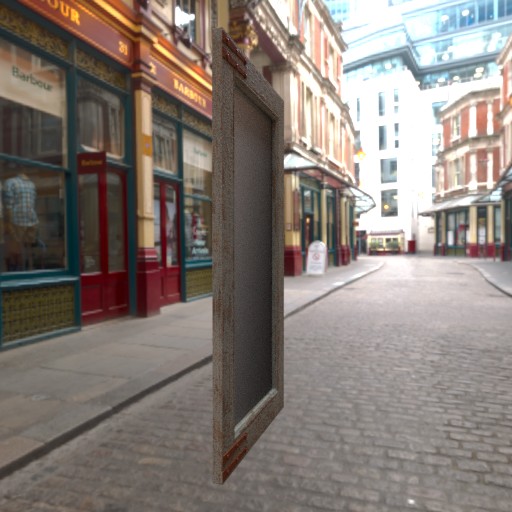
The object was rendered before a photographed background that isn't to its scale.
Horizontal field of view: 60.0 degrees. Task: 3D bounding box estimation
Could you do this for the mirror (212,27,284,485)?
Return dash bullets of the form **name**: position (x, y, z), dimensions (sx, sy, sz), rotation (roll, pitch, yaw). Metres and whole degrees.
- **mirror**: position (0.000, 0.000, 1.118), dimensions (0.027, 0.922, 0.472), rotation (0, 1, 19)
